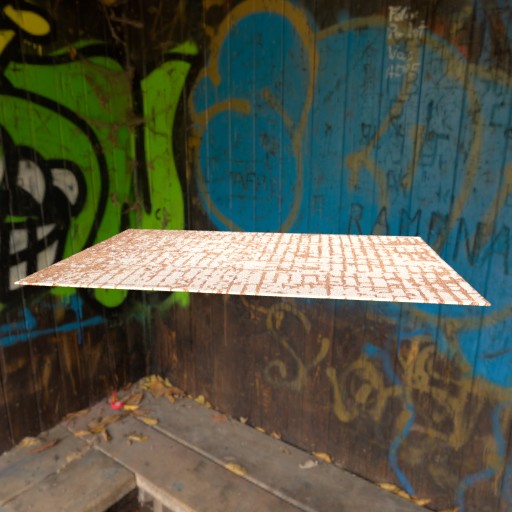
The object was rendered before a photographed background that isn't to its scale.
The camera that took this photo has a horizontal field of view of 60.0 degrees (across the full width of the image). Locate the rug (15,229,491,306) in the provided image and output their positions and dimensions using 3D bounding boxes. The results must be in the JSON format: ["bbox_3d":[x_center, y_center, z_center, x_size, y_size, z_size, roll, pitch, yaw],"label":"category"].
[{"bbox_3d":[0.000,0.000,2.965,2.435,0.011,1.517,2,15,7],"label":"rug"}]
